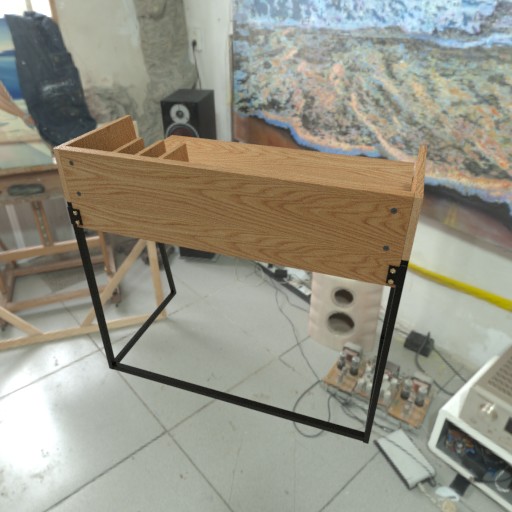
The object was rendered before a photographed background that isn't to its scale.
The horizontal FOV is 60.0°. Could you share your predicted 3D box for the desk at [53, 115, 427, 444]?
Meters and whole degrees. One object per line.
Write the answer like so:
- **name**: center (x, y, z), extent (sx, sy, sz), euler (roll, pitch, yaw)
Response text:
- **desk**: center (0.000, 0.000, 1.911), extent (1.191, 1.061, 0.769), euler (11, 34, 16)
